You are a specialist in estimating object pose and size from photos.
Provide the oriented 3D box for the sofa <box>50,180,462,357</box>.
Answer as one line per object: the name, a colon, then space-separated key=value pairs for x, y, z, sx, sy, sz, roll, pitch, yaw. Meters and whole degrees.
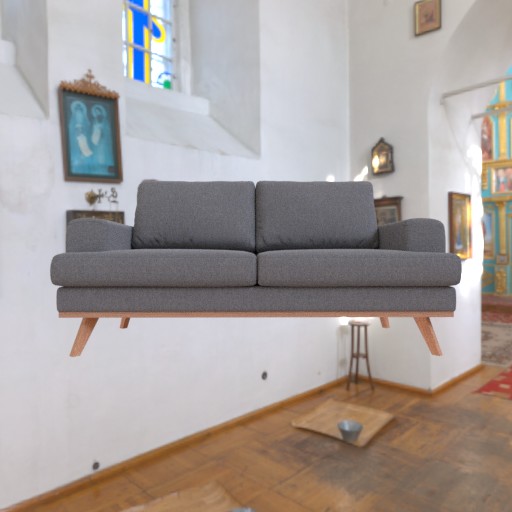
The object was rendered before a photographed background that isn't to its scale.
sofa: x=0.000 y=0.000 z=2.135 sx=1.650 sy=0.810 sz=0.785 roll=0 pitch=0 yaw=-1
